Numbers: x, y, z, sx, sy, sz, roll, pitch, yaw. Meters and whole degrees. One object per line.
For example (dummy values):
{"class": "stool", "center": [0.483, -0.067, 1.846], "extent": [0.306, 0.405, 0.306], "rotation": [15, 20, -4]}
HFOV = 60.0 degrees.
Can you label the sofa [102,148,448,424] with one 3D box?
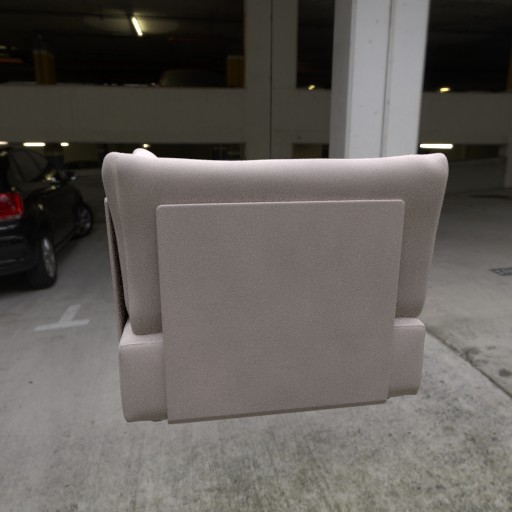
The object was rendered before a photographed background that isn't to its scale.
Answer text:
{"class": "sofa", "center": [0.000, 0.000, 1.751], "extent": [1.000, 0.820, 1.000], "rotation": [-2, 15, -9]}
